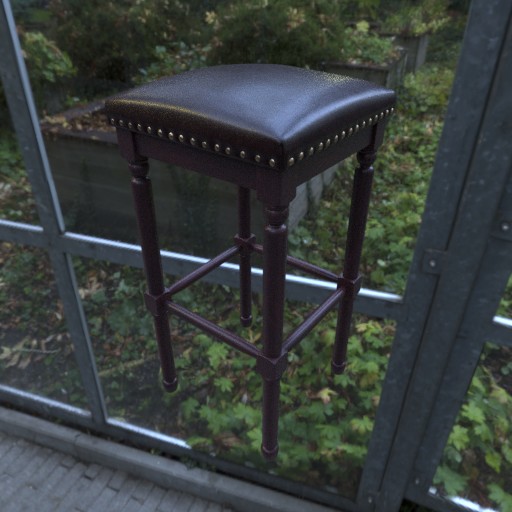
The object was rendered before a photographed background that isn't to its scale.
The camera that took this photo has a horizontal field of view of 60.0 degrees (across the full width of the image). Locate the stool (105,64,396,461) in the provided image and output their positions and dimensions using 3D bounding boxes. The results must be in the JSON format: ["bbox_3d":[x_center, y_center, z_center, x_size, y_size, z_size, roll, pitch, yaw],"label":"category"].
[{"bbox_3d":[0.000,0.000,0.972,0.382,0.768,0.383,22,38,31],"label":"stool"}]
